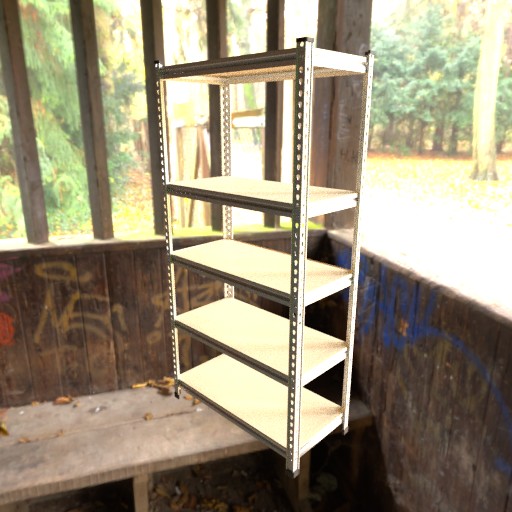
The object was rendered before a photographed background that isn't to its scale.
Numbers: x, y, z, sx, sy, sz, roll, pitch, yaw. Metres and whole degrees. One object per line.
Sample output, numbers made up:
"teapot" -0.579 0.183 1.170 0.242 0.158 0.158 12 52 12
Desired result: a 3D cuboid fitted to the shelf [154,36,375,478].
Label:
"shelf" 0.000 0.000 2.210 0.914 1.829 0.457 16 23 42
